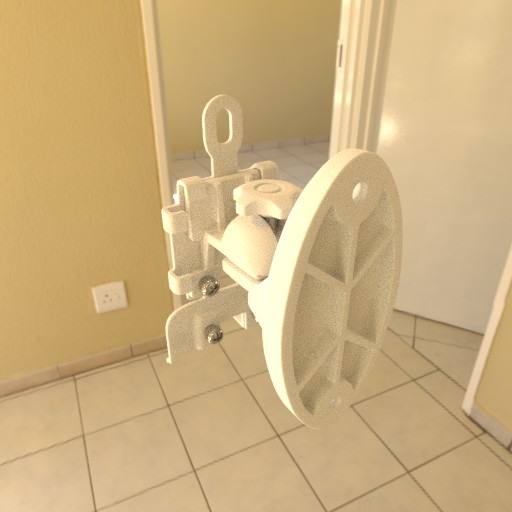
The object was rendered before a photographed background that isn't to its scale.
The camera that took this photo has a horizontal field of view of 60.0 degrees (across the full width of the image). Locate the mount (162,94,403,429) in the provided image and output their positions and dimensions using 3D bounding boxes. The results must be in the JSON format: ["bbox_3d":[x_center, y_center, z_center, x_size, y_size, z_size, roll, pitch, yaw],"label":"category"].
[{"bbox_3d":[0.000,0.000,0.179,0.066,0.118,0.100,-19,34,-30],"label":"mount"}]
